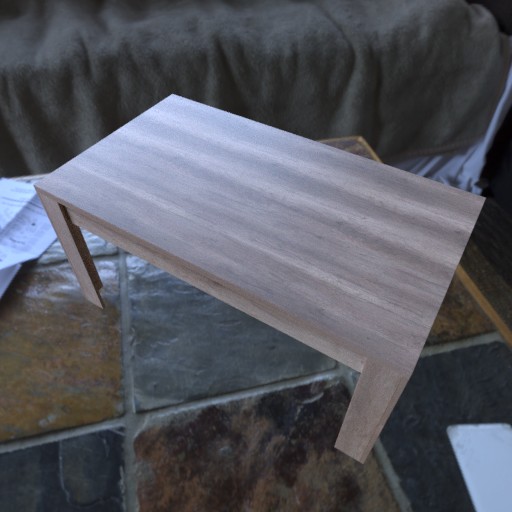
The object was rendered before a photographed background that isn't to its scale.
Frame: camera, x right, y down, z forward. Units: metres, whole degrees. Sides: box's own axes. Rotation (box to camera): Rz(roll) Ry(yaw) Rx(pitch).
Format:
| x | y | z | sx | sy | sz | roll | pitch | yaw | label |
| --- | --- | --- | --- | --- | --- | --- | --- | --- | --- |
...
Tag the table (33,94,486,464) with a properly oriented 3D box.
| x | y | z | sx | sy | sz | roll | pitch | yaw | label |
| --- | --- | --- | --- | --- | --- | --- | --- | --- | --- |
| 0.000 | 0.000 | 2.078 | 1.600 | 0.775 | 0.900 | 25 | 52 | 21 | table |
